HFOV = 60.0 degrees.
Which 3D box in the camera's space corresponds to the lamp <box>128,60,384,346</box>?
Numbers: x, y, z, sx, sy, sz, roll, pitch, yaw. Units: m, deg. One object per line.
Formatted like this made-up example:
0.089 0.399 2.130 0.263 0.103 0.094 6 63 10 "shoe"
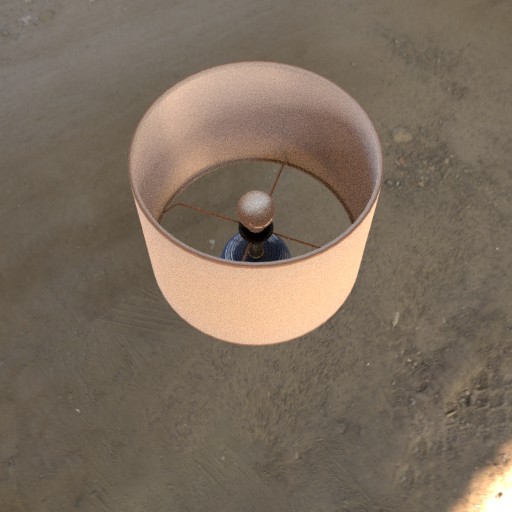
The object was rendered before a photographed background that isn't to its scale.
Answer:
0.000 0.000 0.830 0.367 0.609 0.367 0 64 0 "lamp"
